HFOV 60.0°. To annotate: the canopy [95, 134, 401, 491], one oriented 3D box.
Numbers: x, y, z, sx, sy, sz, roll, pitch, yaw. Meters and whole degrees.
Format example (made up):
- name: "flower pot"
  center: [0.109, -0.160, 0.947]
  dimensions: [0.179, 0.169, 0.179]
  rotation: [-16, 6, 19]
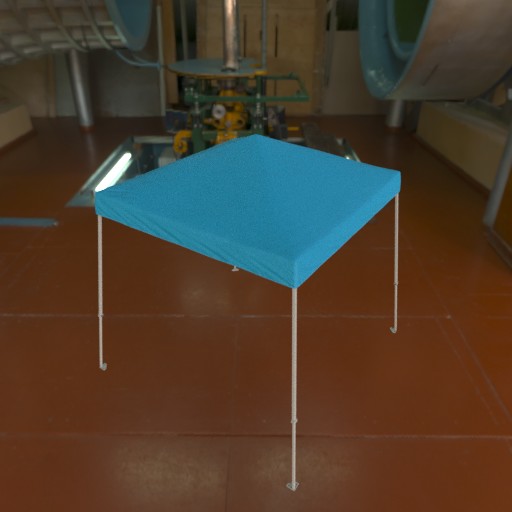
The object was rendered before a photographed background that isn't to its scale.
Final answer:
- name: "canopy"
  center: [0.000, 0.000, 5.189]
  dimensions: [2.849, 2.849, 2.848]
  rotation: [19, 36, 29]
